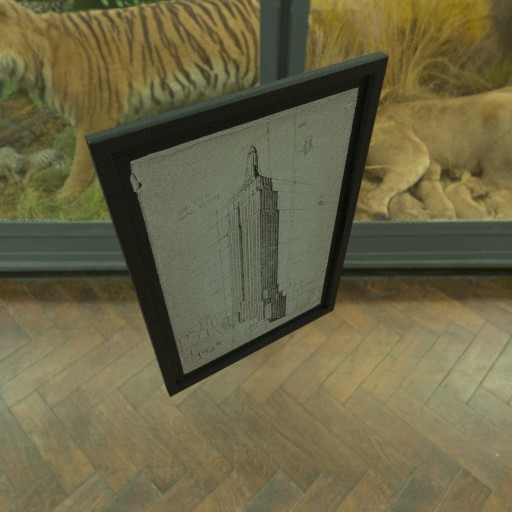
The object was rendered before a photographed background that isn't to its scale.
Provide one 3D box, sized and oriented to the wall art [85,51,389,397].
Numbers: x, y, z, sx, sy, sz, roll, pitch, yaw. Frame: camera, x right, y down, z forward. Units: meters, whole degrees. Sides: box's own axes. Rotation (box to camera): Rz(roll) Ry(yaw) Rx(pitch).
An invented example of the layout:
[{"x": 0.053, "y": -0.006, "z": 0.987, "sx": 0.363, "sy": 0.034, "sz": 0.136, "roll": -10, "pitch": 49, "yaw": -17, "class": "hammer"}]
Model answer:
[{"x": 0.000, "y": 0.000, "z": 0.551, "sx": 0.303, "sy": 0.431, "sz": 0.013, "roll": -24, "pitch": 52, "yaw": -21, "class": "wall art"}]
